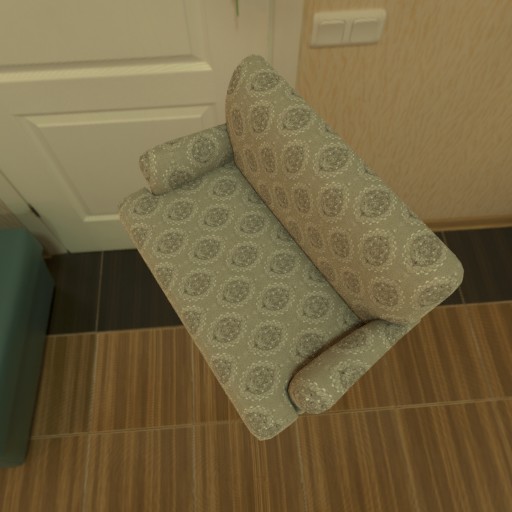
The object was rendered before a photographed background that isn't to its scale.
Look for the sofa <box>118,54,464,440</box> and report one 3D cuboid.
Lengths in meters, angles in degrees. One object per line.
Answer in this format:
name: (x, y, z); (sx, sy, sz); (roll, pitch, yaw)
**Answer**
sofa: (0.000, 0.000, 1.837); (0.779, 0.889, 1.297); (-31, 67, -14)
